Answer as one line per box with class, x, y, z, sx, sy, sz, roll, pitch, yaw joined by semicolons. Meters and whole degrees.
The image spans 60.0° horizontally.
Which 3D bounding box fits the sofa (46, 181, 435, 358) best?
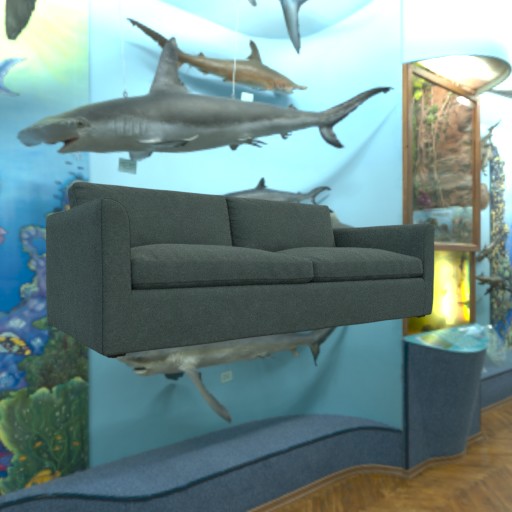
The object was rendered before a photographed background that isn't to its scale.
sofa;0.000;0.000;2.785;2.257;0.838;1.092;0;0;-36
